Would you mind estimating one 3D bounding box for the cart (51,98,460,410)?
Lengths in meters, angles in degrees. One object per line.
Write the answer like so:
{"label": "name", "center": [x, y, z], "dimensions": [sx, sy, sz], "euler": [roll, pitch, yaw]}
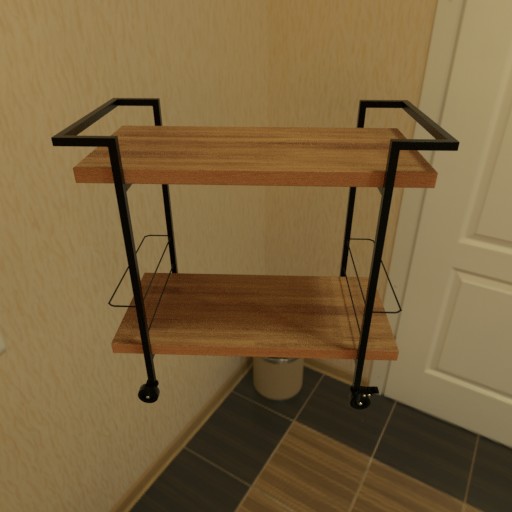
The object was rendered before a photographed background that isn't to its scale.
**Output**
{"label": "cart", "center": [0.000, 0.000, 1.235], "dimensions": [0.806, 0.762, 0.406], "euler": [1, 31, 2]}
